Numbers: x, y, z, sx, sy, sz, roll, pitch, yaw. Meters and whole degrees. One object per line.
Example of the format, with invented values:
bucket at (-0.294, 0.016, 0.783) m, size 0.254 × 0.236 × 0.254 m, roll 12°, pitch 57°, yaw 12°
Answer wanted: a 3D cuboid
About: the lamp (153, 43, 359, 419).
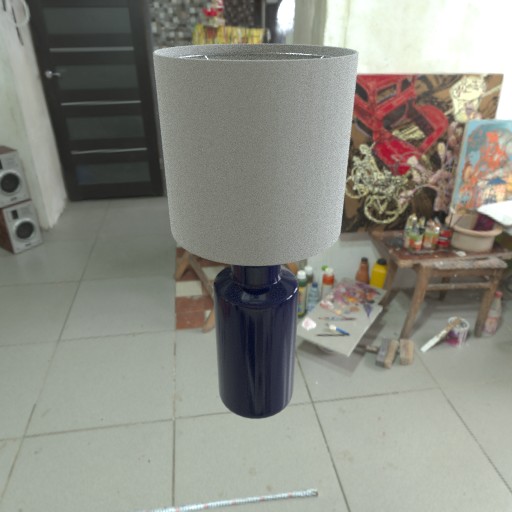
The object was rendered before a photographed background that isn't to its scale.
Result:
lamp at (0.000, 0.000, 0.584) m, size 0.212 × 0.493 × 0.212 m, roll -21°, pitch 35°, yaw -33°
